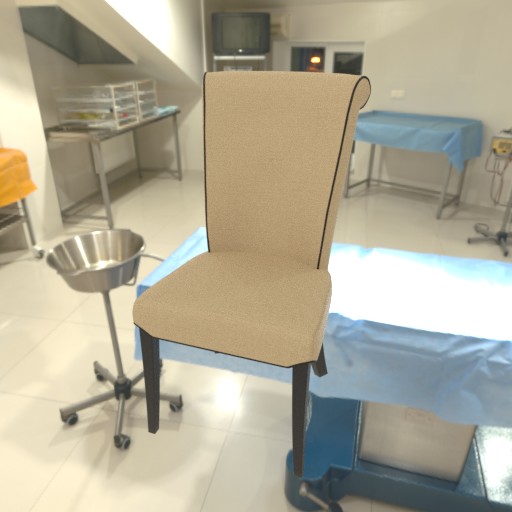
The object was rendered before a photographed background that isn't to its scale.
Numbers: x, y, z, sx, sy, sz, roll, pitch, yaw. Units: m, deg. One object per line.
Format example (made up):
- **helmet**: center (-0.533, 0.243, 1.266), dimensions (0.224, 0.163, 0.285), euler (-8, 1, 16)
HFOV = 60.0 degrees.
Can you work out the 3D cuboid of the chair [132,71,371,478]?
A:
- **chair**: center (0.000, 0.000, 1.334), dimensions (0.522, 0.997, 0.623), euler (9, 27, 17)
